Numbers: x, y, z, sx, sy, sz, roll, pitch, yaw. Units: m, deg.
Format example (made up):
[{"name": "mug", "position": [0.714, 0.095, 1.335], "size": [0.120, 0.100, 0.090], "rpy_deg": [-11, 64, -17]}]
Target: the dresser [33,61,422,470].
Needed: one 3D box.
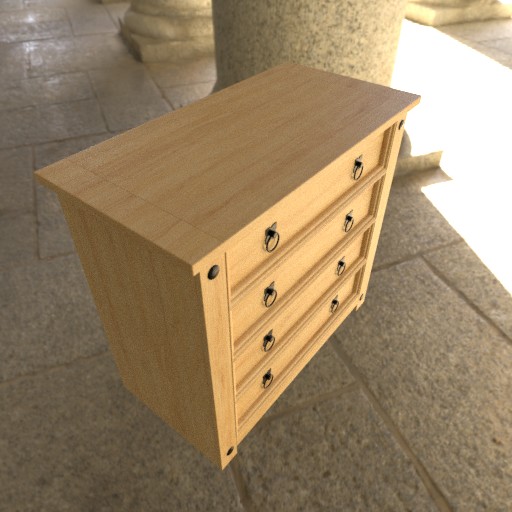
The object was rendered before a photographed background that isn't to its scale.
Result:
[{"name": "dresser", "position": [0.000, 0.000, 1.193], "size": [0.410, 0.730, 0.800], "rpy_deg": [28, 48, 28]}]
